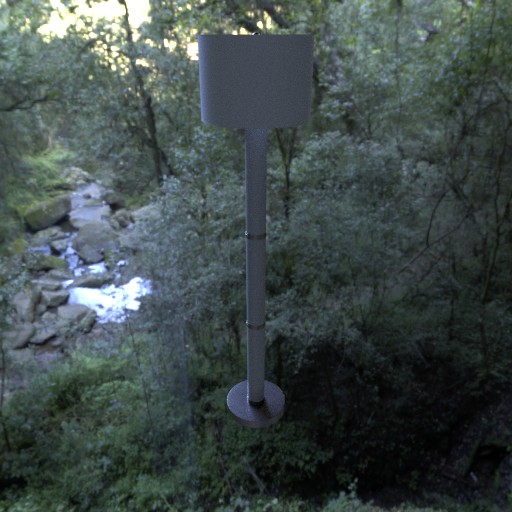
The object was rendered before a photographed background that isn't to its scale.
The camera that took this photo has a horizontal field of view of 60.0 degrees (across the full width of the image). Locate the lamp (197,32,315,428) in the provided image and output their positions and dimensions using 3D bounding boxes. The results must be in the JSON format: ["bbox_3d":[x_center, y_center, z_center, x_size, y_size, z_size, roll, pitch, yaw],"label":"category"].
[{"bbox_3d":[0.000,0.000,1.775,0.377,1.599,0.377,-1,26,-2],"label":"lamp"}]
